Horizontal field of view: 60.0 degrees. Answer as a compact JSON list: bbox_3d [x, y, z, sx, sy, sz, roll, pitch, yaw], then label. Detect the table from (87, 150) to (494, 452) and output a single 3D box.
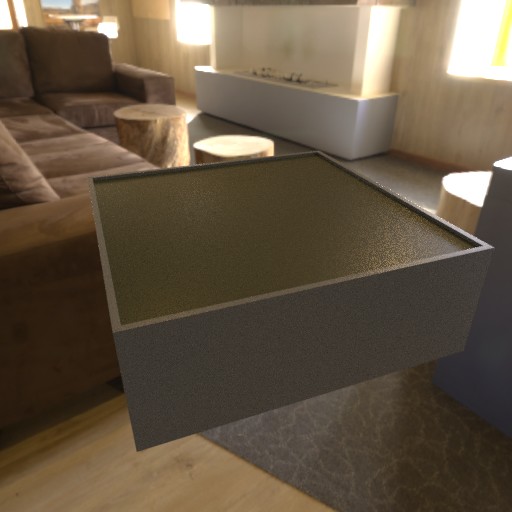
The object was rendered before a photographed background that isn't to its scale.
[{"bbox_3d":[0.000,0.000,1.235,0.801,0.299,0.801,-11,31,-18],"label":"table"}]
